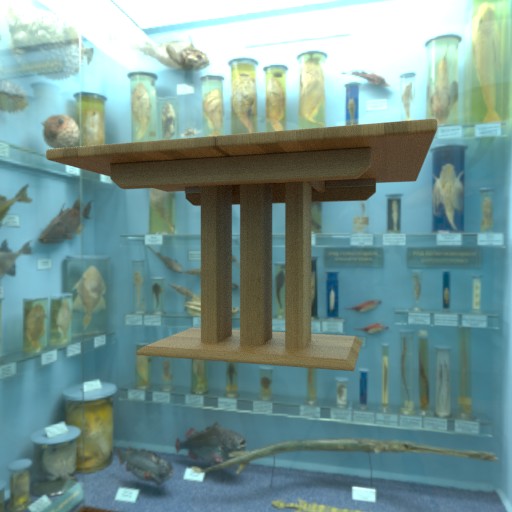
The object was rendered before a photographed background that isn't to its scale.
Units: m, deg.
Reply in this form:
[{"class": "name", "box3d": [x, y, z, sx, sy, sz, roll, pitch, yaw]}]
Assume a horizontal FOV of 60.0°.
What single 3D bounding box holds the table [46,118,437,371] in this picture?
[{"class": "table", "box3d": [0.000, 0.000, 1.828, 1.300, 0.770, 0.900, 0, 1, 17]}]
